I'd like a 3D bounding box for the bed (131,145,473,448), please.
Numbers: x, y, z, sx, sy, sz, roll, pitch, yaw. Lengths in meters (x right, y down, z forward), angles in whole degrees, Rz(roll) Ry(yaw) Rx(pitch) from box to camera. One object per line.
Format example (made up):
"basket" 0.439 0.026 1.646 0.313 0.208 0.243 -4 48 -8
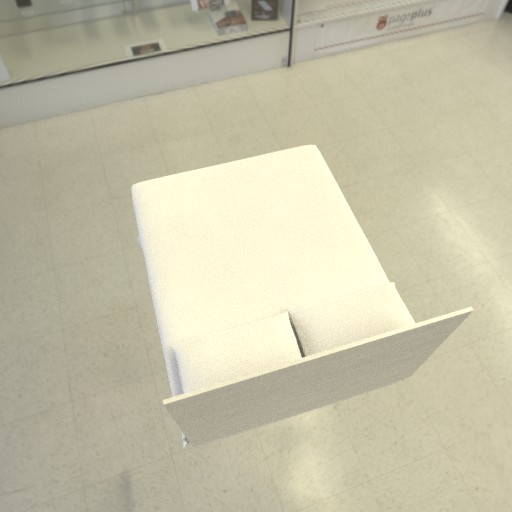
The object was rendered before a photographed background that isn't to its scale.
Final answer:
"bed" 0.000 0.000 3.228 1.745 1.335 2.094 -15 59 -9
